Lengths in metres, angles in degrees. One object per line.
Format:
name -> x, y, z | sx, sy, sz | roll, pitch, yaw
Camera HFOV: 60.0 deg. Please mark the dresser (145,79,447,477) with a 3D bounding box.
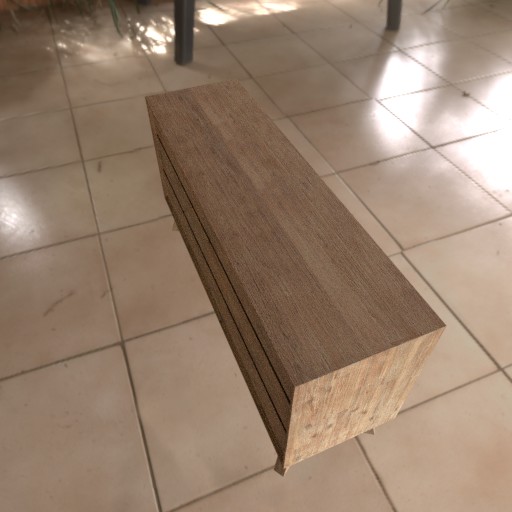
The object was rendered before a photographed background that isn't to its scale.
dresser -> 0.000, 0.000, 1.909 | 0.455, 0.805, 1.554 | -17, 50, -15
